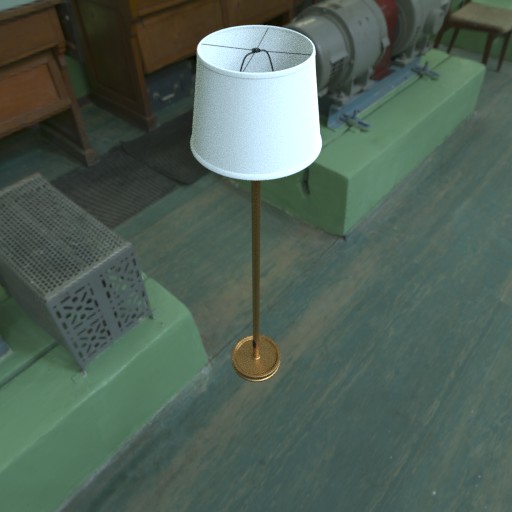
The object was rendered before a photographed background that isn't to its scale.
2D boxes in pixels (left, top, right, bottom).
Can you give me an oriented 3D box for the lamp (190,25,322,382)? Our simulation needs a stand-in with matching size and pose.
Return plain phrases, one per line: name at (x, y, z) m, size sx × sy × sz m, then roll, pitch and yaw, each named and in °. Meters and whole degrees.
lamp at (0.000, 0.000, 0.774) m, size 0.178 × 0.710 × 0.178 m, roll 0°, pitch 47°, yaw 0°
